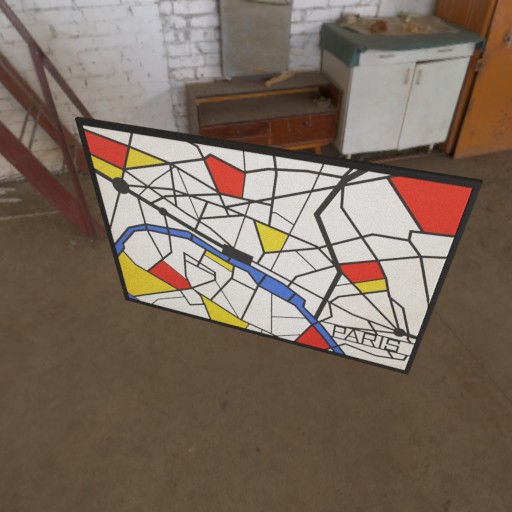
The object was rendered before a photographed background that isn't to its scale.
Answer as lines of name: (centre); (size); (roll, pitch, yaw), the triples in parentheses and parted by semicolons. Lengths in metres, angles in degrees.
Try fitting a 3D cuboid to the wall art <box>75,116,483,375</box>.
wall art: (0.000, 0.000, 1.227); (0.963, 0.665, 0.013); (12, 42, 14)
